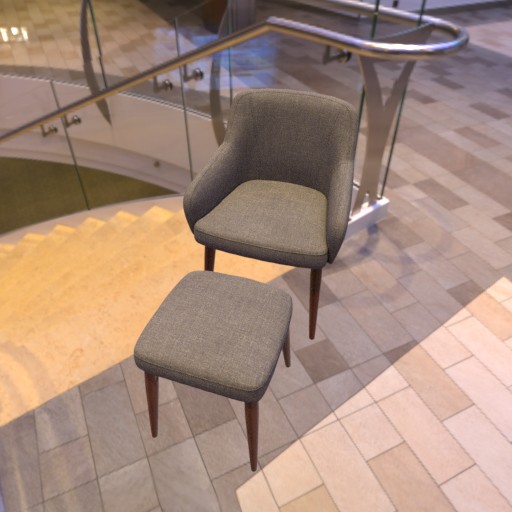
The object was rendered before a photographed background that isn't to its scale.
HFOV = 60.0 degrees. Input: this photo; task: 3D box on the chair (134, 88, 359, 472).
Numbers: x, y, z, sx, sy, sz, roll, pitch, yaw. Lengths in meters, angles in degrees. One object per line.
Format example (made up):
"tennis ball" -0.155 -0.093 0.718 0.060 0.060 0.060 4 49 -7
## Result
"chair" 0.000 0.000 1.571 0.584 0.799 1.107 12 42 14
